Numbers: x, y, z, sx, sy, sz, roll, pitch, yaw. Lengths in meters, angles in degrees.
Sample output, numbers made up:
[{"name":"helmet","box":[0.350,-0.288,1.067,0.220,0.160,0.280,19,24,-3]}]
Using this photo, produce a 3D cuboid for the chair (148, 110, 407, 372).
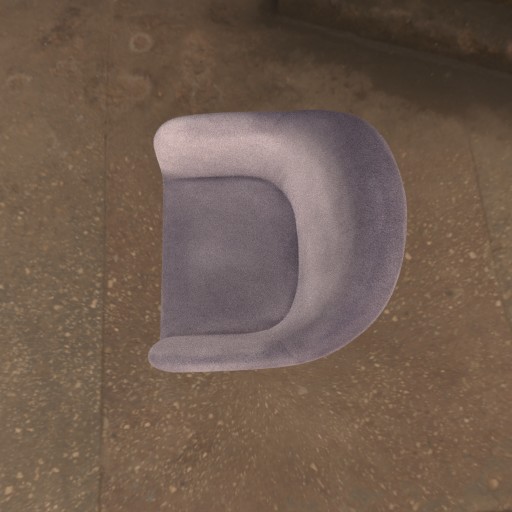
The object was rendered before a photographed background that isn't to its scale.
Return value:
[{"name":"chair","box":[0.000,0.000,1.145,0.540,0.780,0.570,-2,76,0]}]
